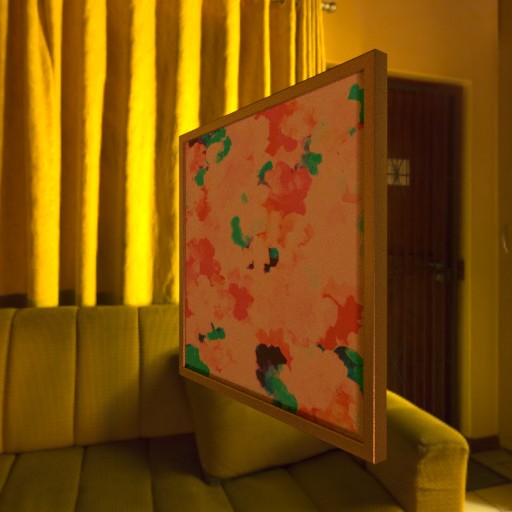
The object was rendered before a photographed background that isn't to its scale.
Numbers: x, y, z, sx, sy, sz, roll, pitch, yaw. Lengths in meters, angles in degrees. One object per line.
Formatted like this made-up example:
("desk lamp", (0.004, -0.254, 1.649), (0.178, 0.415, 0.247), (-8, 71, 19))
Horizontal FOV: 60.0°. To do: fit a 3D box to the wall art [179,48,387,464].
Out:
("wall art", (0.000, 0.000, 1.130), (0.036, 0.765, 0.767), (0, 1, -37))
